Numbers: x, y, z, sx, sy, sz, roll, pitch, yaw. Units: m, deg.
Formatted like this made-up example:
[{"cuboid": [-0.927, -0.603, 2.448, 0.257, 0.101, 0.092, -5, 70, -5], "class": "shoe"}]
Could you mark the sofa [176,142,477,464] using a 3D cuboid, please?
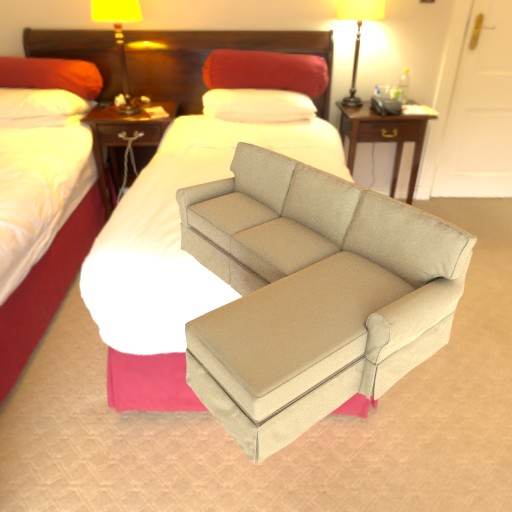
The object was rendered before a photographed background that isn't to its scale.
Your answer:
[{"cuboid": [0.000, 0.000, 3.351, 1.733, 0.978, 2.475, -22, 38, -31], "class": "sofa"}]
